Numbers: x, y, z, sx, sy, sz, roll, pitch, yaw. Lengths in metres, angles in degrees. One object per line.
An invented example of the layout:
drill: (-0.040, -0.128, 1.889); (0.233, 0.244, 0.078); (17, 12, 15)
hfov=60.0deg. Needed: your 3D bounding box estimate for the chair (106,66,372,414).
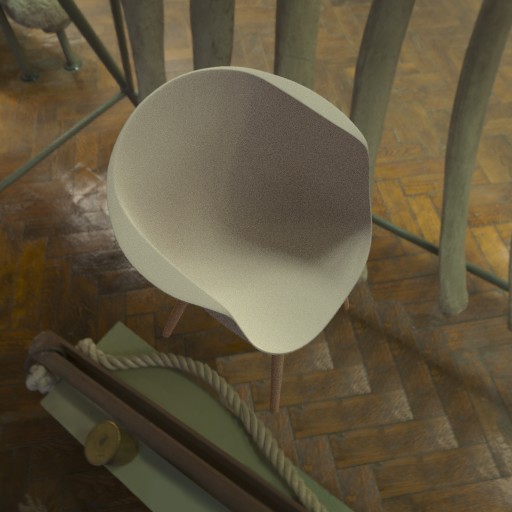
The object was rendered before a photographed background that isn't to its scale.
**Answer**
chair: (0.000, 0.000, 1.141); (0.504, 0.781, 0.593); (32, 63, 18)
